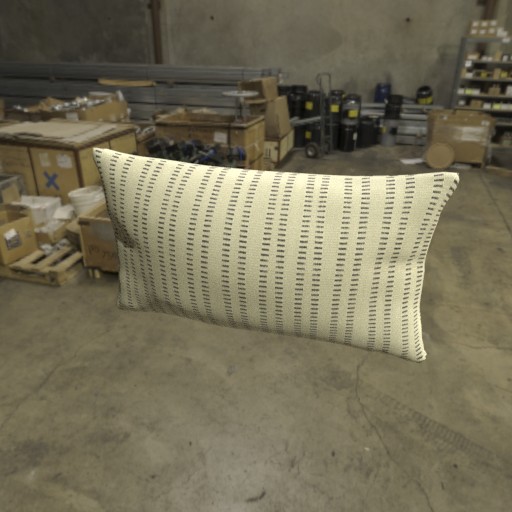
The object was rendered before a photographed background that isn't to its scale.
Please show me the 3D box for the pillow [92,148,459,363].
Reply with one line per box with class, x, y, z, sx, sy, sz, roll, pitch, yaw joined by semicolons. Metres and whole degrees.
pillow;0.000;0.000;0.806;0.640;0.353;0.210;7;27;15
